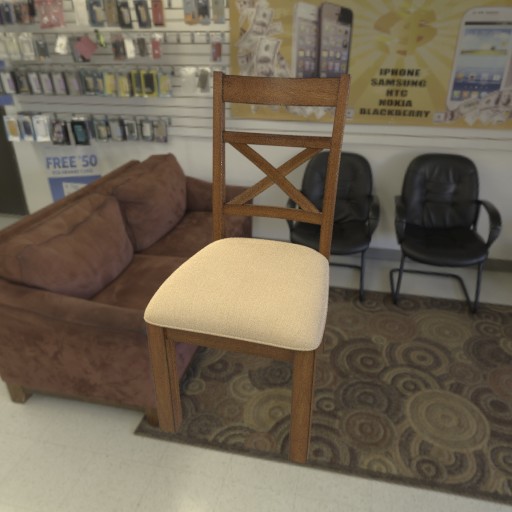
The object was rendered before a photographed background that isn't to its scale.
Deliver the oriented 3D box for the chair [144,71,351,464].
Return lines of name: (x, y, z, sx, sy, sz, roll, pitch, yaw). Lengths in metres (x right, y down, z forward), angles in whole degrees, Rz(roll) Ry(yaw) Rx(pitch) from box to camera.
chair: (0.000, 0.000, 1.284, 0.461, 0.949, 0.581, 7, 28, 14)
